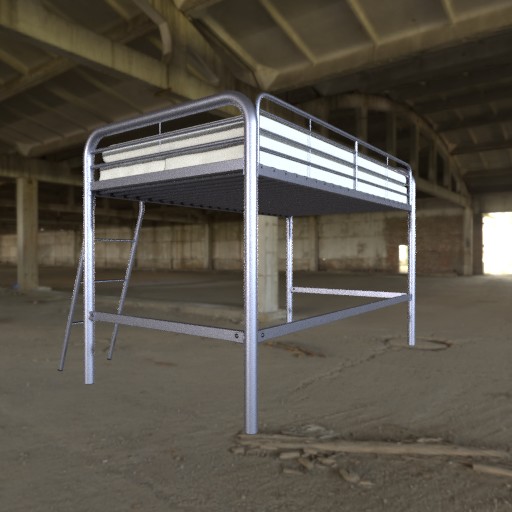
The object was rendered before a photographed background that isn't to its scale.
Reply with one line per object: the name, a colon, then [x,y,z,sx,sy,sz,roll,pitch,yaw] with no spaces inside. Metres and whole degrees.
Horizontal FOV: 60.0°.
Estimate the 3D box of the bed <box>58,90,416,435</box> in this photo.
bed: [0.000,0.000,2.816,1.415,1.288,1.965,0,1,36]
